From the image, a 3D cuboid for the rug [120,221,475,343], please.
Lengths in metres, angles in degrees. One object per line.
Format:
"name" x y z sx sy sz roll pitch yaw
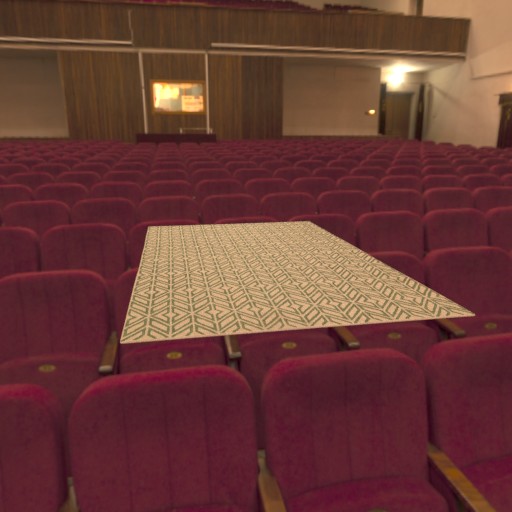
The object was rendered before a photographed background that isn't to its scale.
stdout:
"rug" 0.000 0.000 2.982 1.517 0.011 2.435 -3 15 -10
